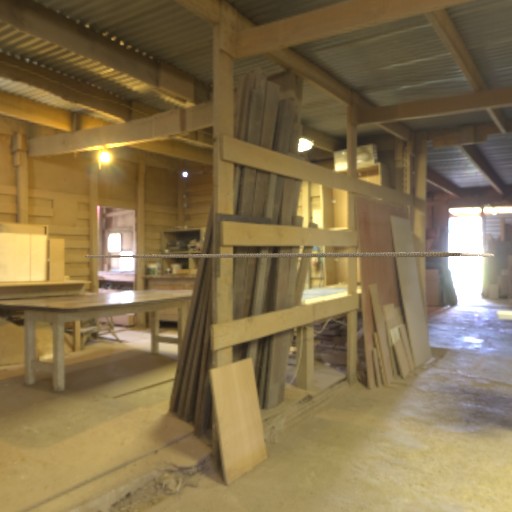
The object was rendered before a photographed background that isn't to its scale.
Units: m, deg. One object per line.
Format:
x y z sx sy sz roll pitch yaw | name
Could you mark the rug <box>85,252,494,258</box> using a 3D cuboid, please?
0.000 0.000 2.480 2.276 0.014 0.678 0 -1 37 | rug
